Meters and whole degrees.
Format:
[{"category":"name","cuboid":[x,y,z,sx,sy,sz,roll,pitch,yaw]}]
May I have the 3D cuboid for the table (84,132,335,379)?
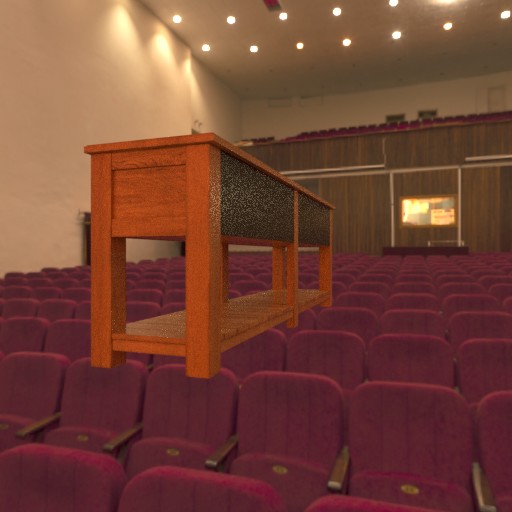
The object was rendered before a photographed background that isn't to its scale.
[{"category":"table","cuboid":[0.000,0.000,2.053,0.425,0.635,1.815,0,0,20]}]
